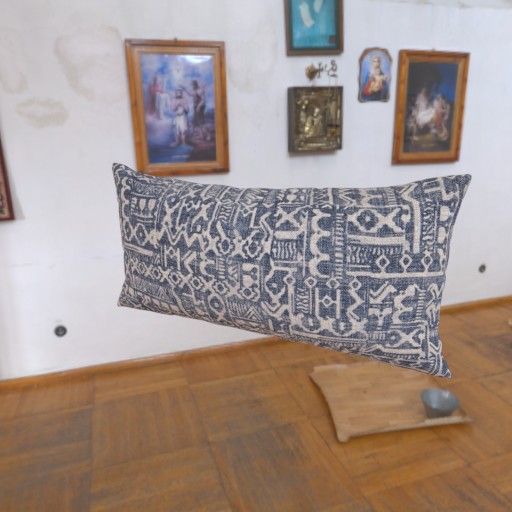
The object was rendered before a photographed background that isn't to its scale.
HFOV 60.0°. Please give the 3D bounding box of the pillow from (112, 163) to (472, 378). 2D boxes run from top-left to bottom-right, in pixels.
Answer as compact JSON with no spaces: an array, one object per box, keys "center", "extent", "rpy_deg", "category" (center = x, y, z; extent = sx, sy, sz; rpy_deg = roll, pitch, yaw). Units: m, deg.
[{"center":[0.000,0.000,0.736],"extent":[0.631,0.292,0.148],"rpy_deg":[8,17,25],"category":"pillow"}]
